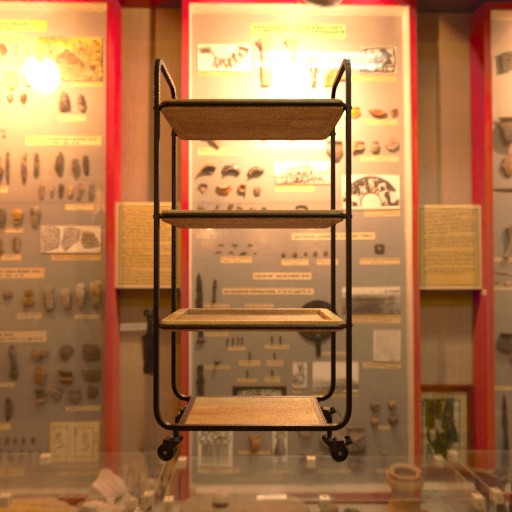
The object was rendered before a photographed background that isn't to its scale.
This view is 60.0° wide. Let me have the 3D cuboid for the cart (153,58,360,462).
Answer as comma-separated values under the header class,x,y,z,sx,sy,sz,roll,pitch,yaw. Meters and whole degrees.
class,x,y,z,sx,sy,sz,roll,pitch,yaw
cart,0.000,0.000,1.296,0.545,1.080,0.321,0,-1,0
